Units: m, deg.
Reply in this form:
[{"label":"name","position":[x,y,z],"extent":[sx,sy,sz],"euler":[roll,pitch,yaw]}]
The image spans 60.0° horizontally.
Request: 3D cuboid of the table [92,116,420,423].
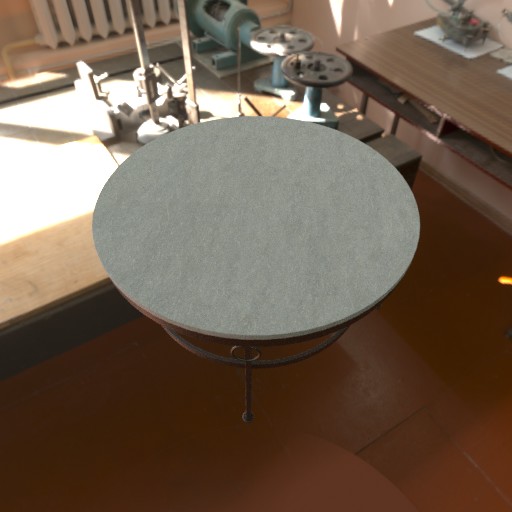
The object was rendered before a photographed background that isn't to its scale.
[{"label":"table","position":[0.000,0.000,1.410],"extent":[0.889,0.470,0.889],"euler":[0,47,0]}]
